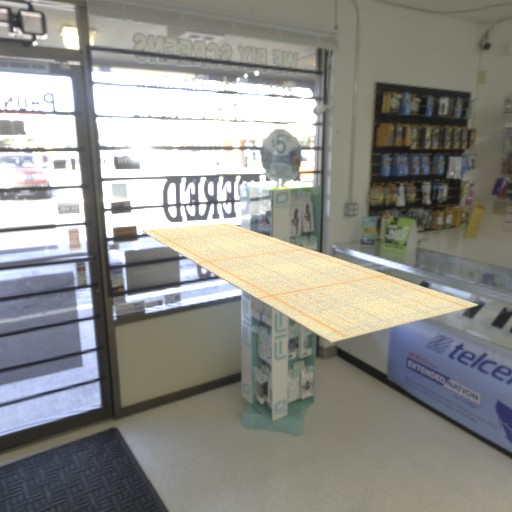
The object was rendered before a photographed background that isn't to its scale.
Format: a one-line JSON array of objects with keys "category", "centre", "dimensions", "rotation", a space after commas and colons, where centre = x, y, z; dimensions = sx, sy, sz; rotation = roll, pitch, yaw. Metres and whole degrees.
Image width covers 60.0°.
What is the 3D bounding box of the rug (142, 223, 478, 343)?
[{"category": "rug", "centre": [0.000, 0.000, 2.705], "dimensions": [0.770, 0.016, 2.442], "rotation": [-7, 15, -28]}]
